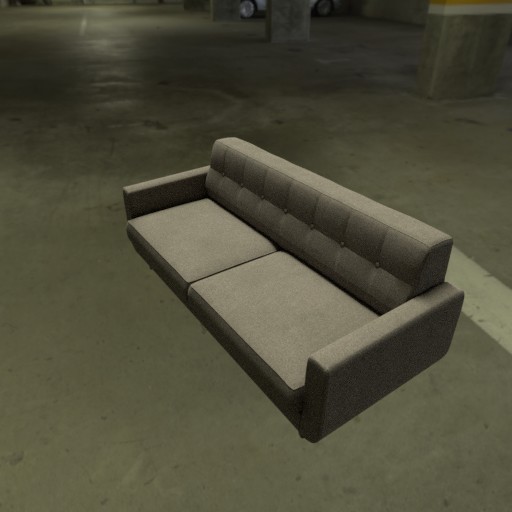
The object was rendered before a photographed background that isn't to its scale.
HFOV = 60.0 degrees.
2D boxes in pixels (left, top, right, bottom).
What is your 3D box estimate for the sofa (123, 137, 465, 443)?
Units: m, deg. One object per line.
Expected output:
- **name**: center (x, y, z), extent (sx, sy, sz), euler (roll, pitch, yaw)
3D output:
- **sofa**: center (0.000, 0.000, 2.559), extent (0.909, 0.841, 2.029), euler (-20, 37, -29)
